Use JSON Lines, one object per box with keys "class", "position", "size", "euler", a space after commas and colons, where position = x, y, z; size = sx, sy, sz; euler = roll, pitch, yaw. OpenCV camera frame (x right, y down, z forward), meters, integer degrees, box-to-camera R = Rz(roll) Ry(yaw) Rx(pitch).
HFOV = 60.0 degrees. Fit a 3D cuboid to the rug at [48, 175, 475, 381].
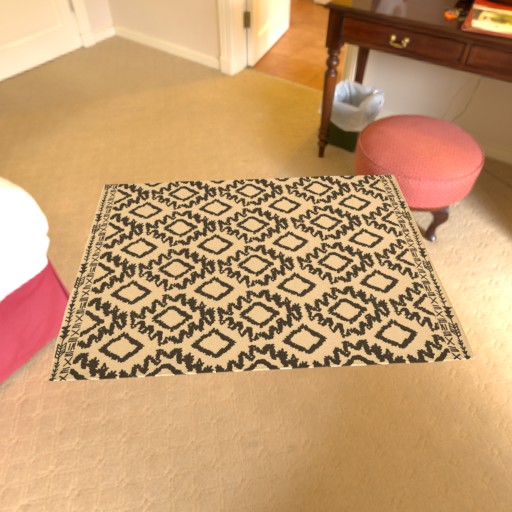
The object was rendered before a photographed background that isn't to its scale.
{"class": "rug", "position": [0.000, 0.000, 4.273], "size": [3.369, 0.036, 2.444], "euler": [-2, 47, -2]}
